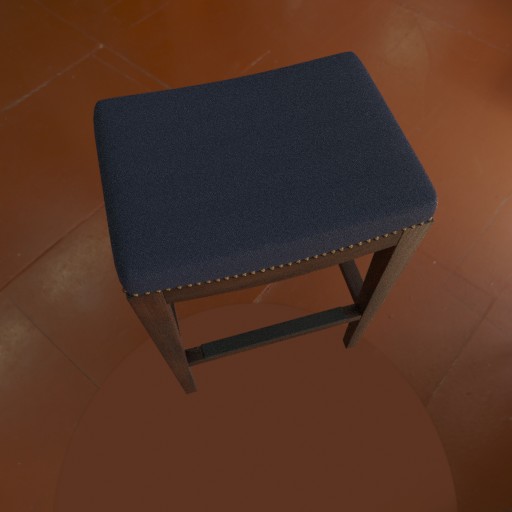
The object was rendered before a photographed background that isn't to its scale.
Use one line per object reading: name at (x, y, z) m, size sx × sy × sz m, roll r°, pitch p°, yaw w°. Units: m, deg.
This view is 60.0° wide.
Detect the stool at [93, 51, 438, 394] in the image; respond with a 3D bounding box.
stool at (0.000, 0.000, 1.009) m, size 0.498 × 0.740 × 0.358 m, roll -14°, pitch 63°, yaw -7°
